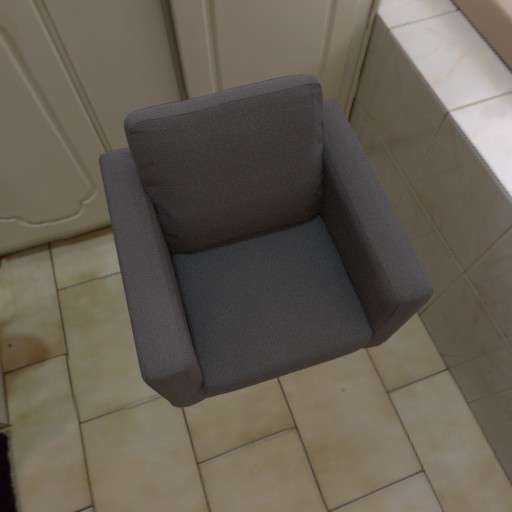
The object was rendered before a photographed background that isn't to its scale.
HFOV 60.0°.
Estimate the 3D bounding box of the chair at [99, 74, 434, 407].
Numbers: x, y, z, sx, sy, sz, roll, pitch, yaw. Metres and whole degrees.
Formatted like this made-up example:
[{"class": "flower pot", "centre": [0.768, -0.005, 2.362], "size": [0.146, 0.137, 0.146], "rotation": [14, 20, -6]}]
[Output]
[{"class": "chair", "centre": [0.000, 0.000, 1.551], "size": [0.854, 0.927, 0.800], "rotation": [-16, 65, -7]}]
